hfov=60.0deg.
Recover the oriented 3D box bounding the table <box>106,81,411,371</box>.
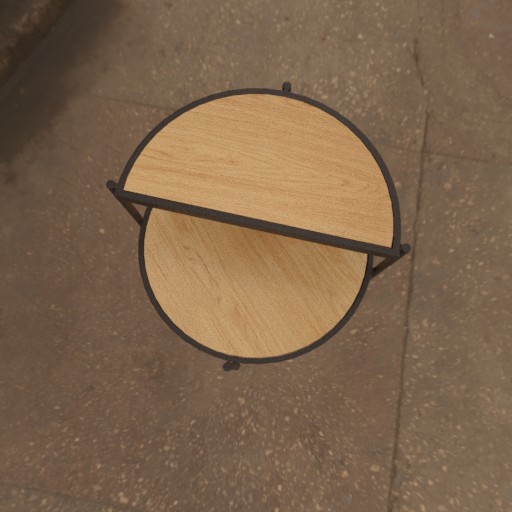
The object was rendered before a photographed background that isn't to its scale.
[{"bbox_3d":[0.000,0.000,1.208,0.629,0.684,0.628,12,77,3],"label":"table"}]
